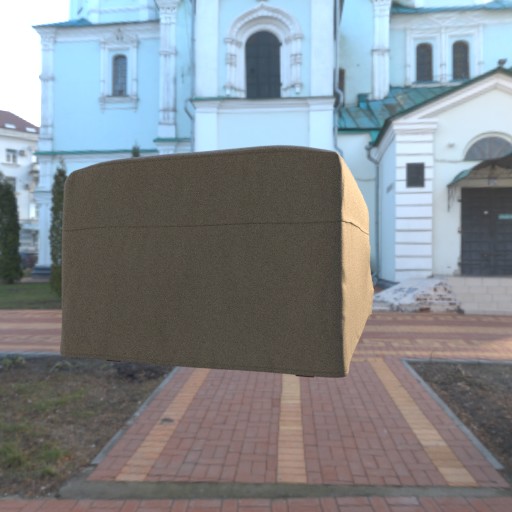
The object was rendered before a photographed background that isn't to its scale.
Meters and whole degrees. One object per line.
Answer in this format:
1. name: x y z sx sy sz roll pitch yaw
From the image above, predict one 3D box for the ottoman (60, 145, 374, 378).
1. ottoman: 0.000 0.000 1.201 0.590 0.444 0.872 0 0 17
